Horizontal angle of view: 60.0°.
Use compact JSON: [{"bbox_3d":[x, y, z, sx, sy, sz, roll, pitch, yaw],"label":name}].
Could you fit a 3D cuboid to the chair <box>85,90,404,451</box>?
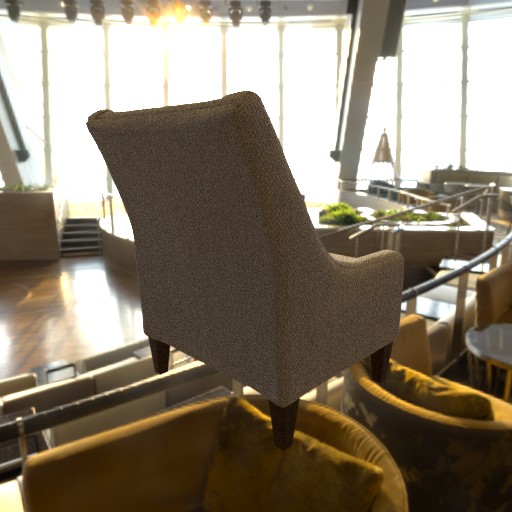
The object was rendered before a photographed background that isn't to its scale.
[{"bbox_3d":[0.000,0.000,1.618,0.774,1.014,0.870,13,19,43],"label":"chair"}]
